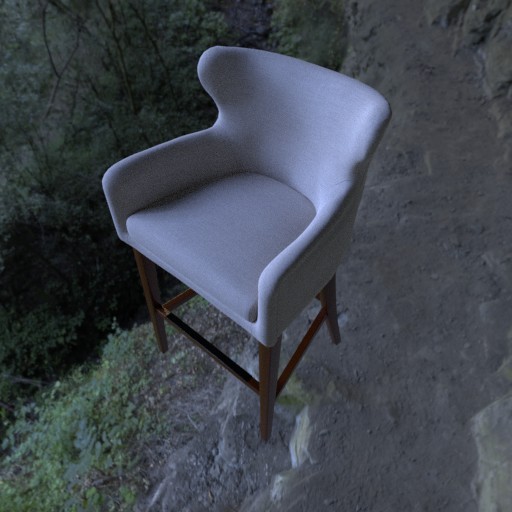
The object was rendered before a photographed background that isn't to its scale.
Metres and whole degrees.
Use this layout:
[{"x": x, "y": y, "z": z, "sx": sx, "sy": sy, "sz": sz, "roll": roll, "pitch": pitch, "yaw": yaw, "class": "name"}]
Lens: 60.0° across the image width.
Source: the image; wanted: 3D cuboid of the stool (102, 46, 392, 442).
[{"x": 0.000, "y": 0.000, "z": 1.348, "sx": 0.556, "sy": 1.034, "sz": 0.563, "roll": 32, "pitch": 55, "yaw": 26, "class": "stool"}]
